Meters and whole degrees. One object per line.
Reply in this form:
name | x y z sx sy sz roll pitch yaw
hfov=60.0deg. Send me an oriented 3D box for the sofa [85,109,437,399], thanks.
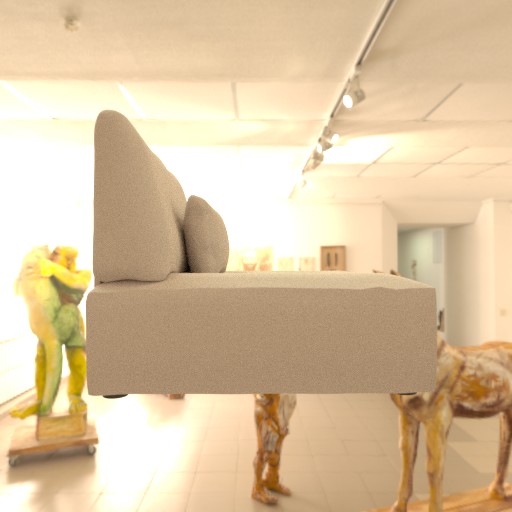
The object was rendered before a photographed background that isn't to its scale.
sofa | 0.000 0.000 1.698 1.000 0.828 0.935 0 -1 -1
